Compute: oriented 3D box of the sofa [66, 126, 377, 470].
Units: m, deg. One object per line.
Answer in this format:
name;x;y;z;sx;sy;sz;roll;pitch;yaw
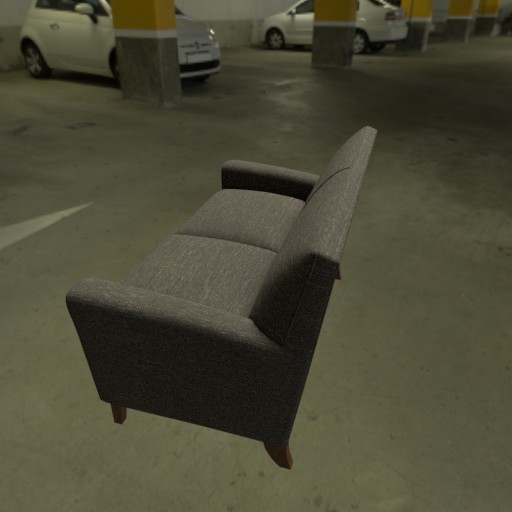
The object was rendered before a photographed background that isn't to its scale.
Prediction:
sofa;0.000;0.000;2.004;0.867;0.905;1.509;9;30;15
